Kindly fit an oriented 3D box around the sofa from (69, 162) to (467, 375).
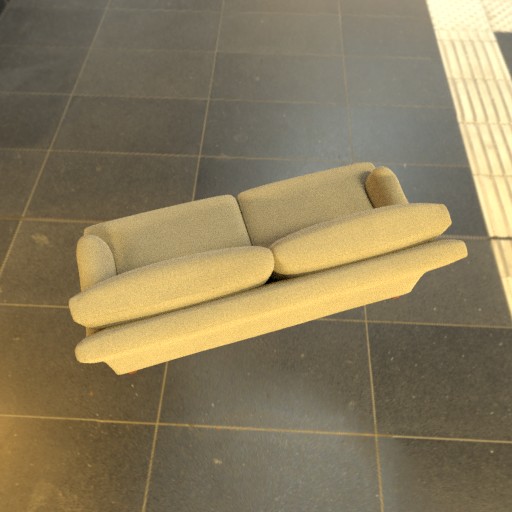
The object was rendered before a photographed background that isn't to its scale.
[{"bbox_3d":[0.000,0.000,2.750,2.070,0.997,1.091,-14,60,-9],"label":"sofa"}]
